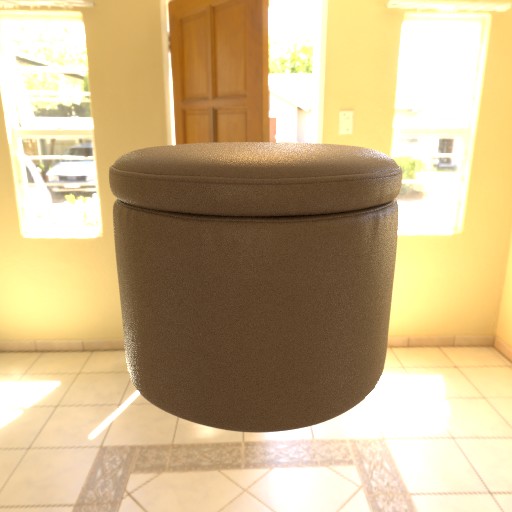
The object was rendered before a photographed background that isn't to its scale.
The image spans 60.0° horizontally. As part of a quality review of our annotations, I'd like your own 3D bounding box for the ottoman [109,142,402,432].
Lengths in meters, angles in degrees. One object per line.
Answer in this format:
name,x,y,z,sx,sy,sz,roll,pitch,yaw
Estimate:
ottoman,0.000,0.000,0.832,0.500,0.409,0.500,0,16,0
